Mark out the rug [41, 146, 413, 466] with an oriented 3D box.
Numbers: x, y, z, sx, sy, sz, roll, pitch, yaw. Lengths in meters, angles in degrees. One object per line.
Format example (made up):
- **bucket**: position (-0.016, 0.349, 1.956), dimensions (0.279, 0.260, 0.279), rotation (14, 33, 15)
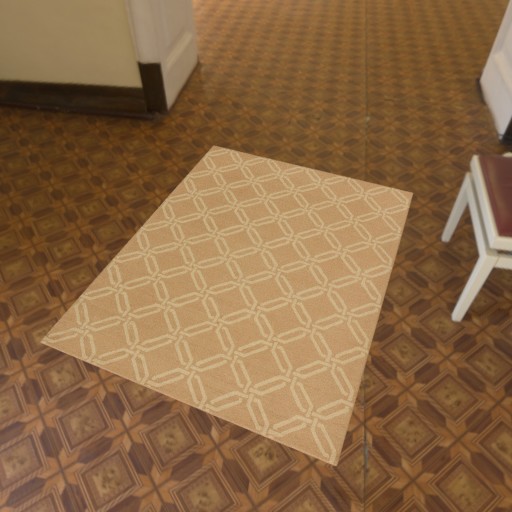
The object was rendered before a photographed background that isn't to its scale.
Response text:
- **rug**: position (0.000, 0.000, 3.930), dimensions (2.288, 0.018, 2.895), rotation (17, 49, 16)
